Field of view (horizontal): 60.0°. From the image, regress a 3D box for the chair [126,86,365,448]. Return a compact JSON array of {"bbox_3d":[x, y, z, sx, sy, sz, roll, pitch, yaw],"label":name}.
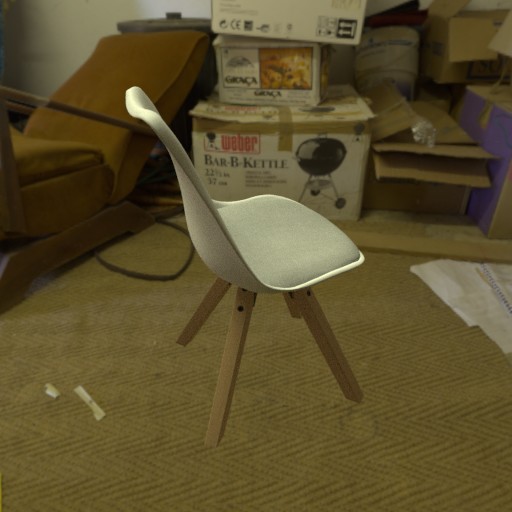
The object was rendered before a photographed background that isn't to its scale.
[{"bbox_3d":[0.000,0.000,1.184,0.550,0.850,0.485,-11,33,-17],"label":"chair"}]
